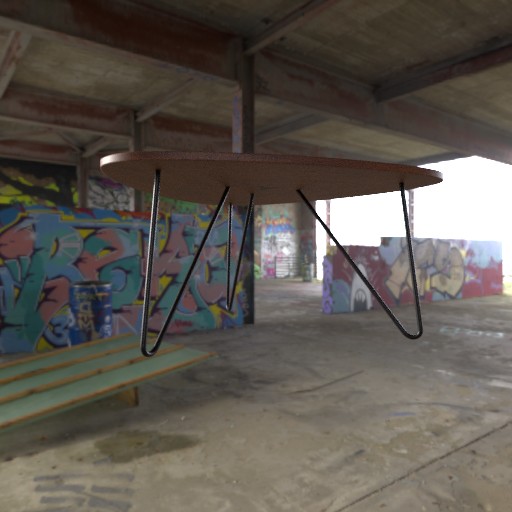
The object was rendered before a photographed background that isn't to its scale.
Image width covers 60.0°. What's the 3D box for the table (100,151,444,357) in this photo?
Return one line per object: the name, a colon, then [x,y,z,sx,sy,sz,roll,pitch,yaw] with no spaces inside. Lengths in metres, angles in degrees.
table: [0.000,0.000,1.291,0.833,0.413,0.821,0,1,-17]
